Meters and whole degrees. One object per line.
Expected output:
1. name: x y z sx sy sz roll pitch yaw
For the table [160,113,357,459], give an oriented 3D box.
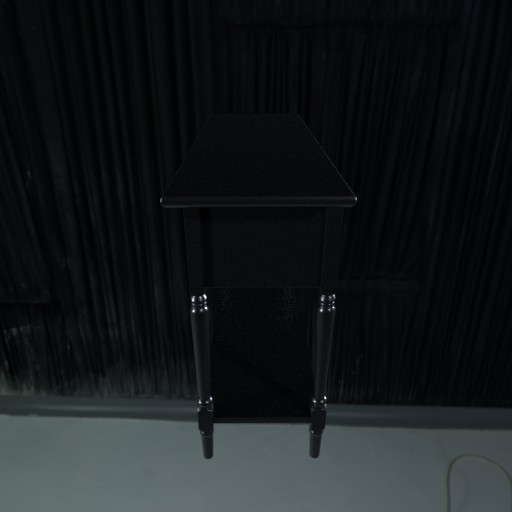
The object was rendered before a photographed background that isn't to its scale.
1. table: 0.000 0.000 1.576 0.386 0.819 1.191 0 25 0
